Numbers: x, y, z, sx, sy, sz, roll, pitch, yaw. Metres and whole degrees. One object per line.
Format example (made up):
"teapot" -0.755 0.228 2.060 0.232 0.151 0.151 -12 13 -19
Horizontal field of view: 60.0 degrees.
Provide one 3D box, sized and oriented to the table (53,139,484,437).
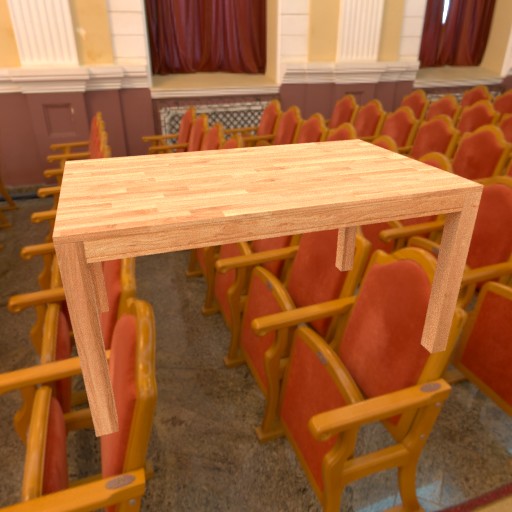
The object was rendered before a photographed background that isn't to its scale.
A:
"table" 0.000 0.000 1.997 1.500 0.770 0.900 -9 27 -17
